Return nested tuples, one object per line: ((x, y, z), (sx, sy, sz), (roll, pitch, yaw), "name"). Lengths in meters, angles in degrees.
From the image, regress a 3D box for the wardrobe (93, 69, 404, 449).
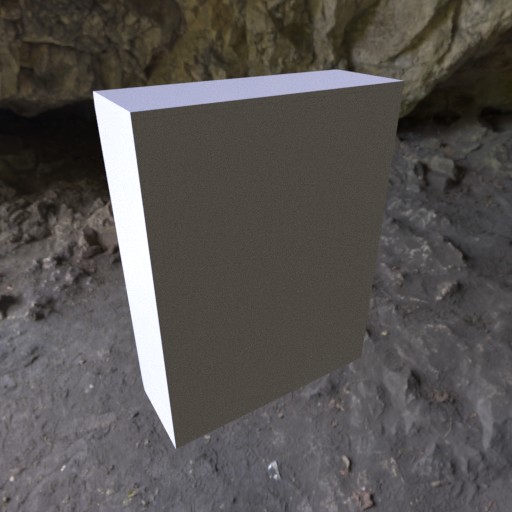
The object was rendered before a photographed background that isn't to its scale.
((0.000, 0.000, 1.648), (0.900, 1.200, 0.360), (-17, 34, -27), "wardrobe")
